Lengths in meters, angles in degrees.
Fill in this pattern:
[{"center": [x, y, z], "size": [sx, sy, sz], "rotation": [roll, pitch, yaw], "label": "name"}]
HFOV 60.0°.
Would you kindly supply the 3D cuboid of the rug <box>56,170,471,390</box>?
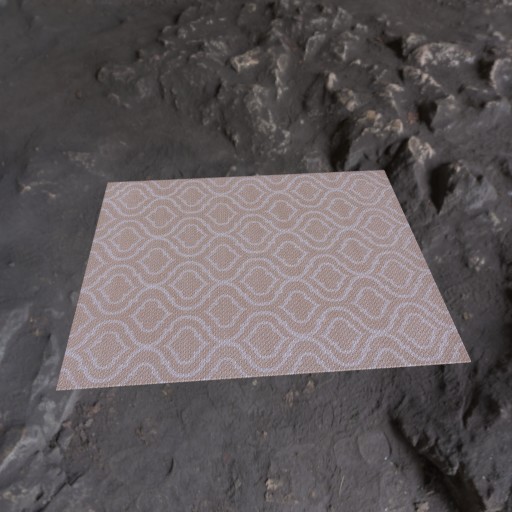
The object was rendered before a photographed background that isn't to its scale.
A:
[{"center": [0.000, 0.000, 3.856], "size": [2.894, 0.013, 2.286], "rotation": [-3, 47, -3], "label": "rug"}]
